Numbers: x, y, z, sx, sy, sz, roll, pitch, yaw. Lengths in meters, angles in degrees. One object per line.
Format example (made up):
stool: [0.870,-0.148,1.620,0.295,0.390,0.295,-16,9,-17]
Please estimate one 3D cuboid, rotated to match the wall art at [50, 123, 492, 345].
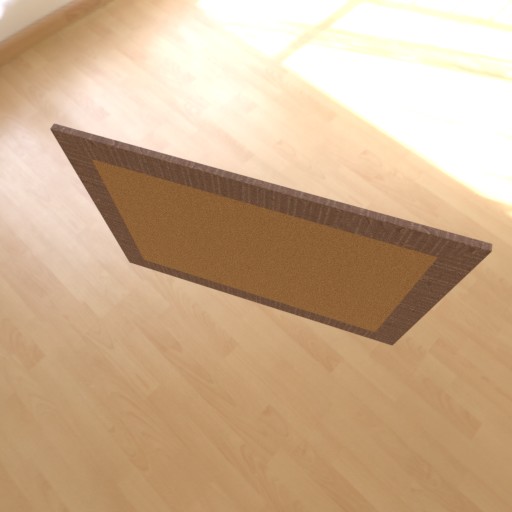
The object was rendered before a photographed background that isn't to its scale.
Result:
wall art: [0.000,0.000,1.353,1.056,0.761,0.020,17,65,8]
